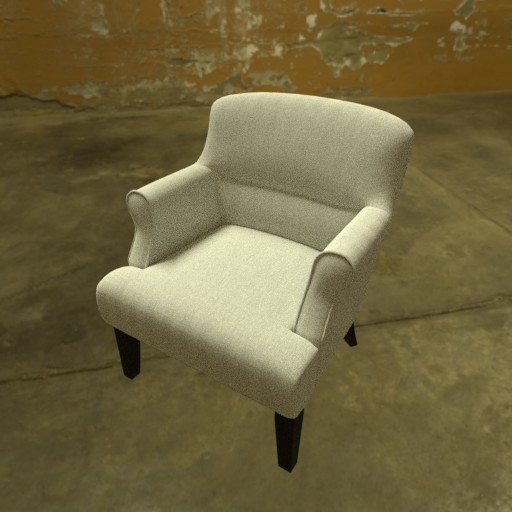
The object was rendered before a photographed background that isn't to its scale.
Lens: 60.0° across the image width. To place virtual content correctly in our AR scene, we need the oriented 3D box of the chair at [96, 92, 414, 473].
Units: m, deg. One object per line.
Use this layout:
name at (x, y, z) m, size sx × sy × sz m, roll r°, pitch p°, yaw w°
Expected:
chair at (0.000, 0.000, 1.434) m, size 0.781 × 0.875 × 0.750 m, roll 19°, pitch 36°, yaw 28°
